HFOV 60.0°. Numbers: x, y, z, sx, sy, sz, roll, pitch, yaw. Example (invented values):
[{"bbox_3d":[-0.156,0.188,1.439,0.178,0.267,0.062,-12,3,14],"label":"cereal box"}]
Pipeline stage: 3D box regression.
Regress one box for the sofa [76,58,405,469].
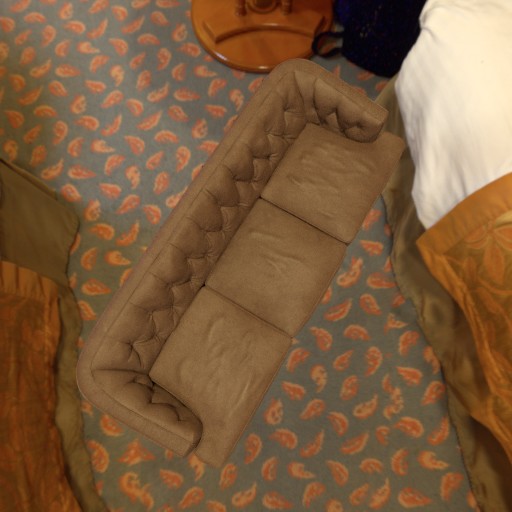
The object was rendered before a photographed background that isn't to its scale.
[{"bbox_3d":[0.000,0.000,2.637,0.927,0.787,2.227,30,77,8],"label":"sofa"}]
